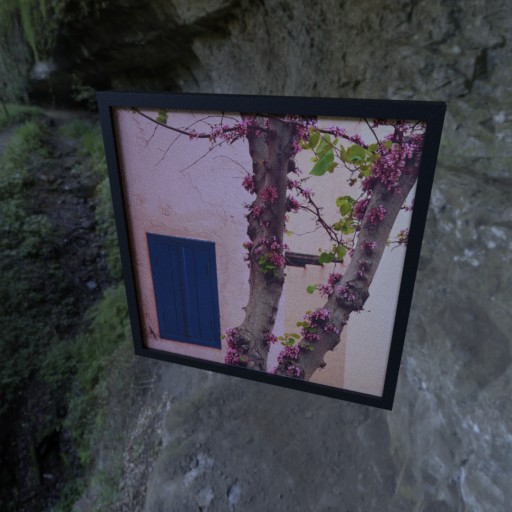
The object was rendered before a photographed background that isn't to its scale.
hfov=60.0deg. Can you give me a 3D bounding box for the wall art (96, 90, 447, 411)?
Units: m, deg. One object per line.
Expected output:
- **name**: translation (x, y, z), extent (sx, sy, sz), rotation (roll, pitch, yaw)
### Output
- **wall art**: translation (0.000, 0.000, 0.745), extent (0.508, 0.508, 0.038), rotation (8, 27, 16)
